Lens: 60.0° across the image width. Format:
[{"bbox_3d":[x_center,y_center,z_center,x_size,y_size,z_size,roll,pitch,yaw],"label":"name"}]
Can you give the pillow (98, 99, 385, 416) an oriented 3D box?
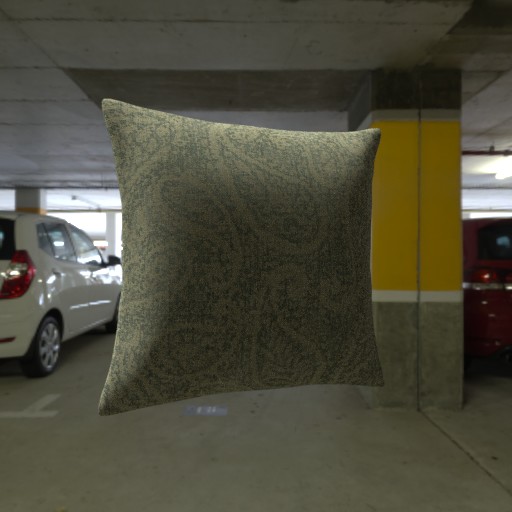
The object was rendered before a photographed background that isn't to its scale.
[{"bbox_3d":[0.000,0.000,0.789,0.526,0.507,0.166,0,-1,-19],"label":"pillow"}]
